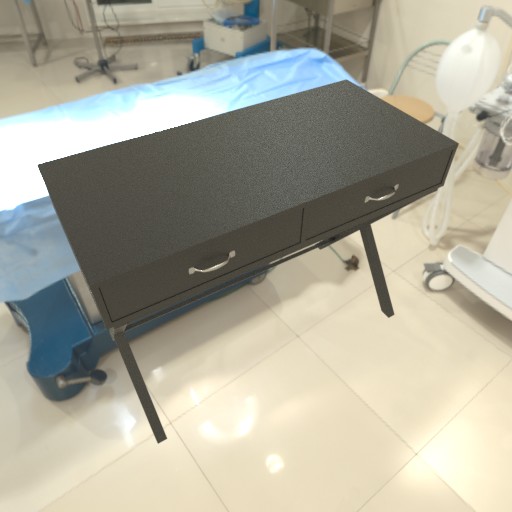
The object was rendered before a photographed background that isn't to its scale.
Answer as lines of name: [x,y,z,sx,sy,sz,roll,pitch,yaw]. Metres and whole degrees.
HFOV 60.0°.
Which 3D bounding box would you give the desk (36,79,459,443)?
desk: [0.000,0.000,1.492,1.057,0.780,0.525,-23,49,-21]
